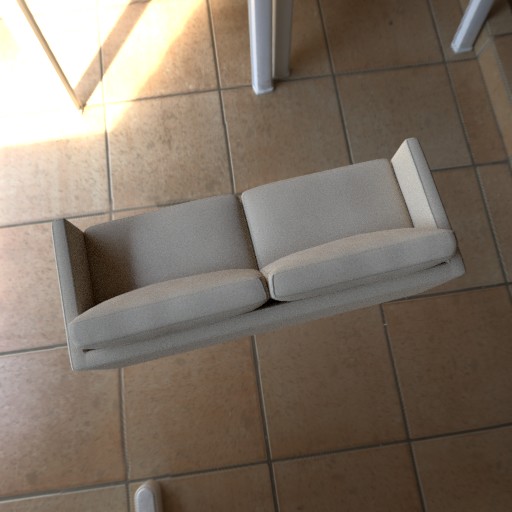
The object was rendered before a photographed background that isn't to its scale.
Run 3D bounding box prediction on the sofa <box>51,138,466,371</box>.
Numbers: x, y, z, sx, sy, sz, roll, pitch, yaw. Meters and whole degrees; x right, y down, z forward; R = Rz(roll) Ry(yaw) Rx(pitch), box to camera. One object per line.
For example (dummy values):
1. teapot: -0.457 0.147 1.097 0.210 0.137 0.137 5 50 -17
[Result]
1. sofa: 0.000 0.000 2.902 2.361 0.968 0.951 -14 77 -3
